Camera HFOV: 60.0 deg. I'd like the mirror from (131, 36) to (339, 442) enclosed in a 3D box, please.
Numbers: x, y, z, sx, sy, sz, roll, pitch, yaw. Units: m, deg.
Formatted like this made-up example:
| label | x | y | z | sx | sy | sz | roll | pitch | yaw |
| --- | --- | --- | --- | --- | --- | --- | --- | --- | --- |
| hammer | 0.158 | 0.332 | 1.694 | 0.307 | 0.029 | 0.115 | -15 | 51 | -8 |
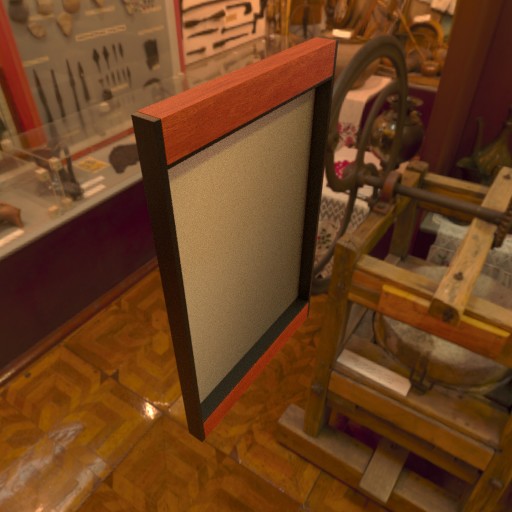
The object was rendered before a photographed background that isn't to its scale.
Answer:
| label | x | y | z | sx | sy | sz | roll | pitch | yaw |
| --- | --- | --- | --- | --- | --- | --- | --- | --- | --- |
| mirror | 0.000 | 0.000 | 1.015 | 0.047 | 0.823 | 0.525 | 24 | 45 | 27 |
